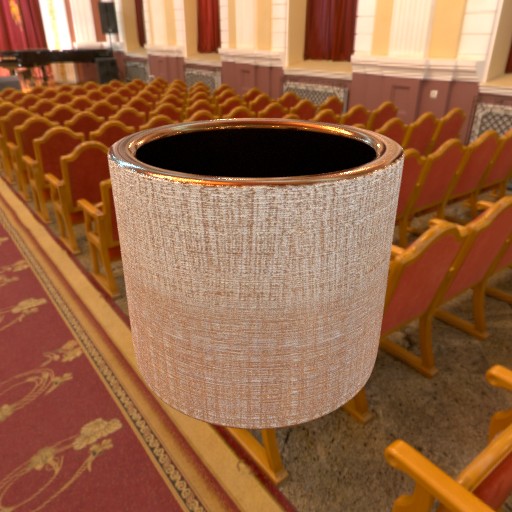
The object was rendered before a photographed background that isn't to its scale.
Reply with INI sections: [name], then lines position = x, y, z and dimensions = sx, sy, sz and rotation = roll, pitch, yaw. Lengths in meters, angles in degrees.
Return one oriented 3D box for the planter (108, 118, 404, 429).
[planter]
position = 0.000, 0.000, 0.305
dimensions = 0.177, 0.157, 0.177
rotation = 0, 26, 0
